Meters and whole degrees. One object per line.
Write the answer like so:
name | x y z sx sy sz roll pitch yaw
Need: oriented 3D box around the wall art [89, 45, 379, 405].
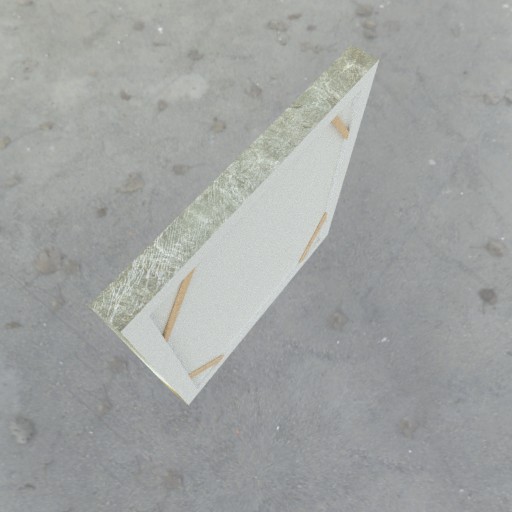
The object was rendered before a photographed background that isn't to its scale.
wall art | 0.000 0.000 0.618 0.038 0.407 0.405 35 69 16
